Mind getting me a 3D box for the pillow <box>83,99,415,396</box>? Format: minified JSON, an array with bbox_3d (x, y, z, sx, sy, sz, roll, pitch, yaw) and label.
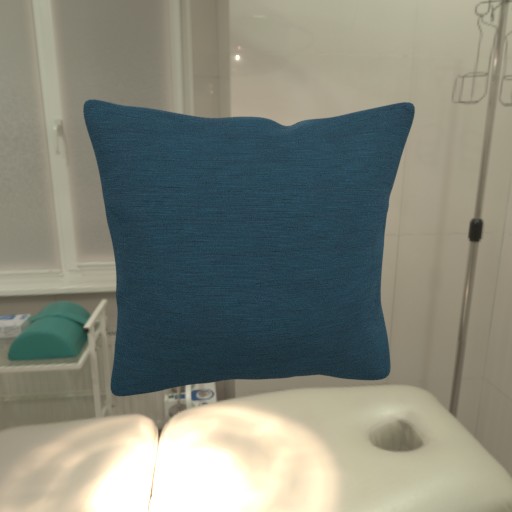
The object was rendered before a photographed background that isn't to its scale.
[{"bbox_3d":[0.000,0.000,0.632,0.437,0.420,0.177,-2,14,-7],"label":"pillow"}]
